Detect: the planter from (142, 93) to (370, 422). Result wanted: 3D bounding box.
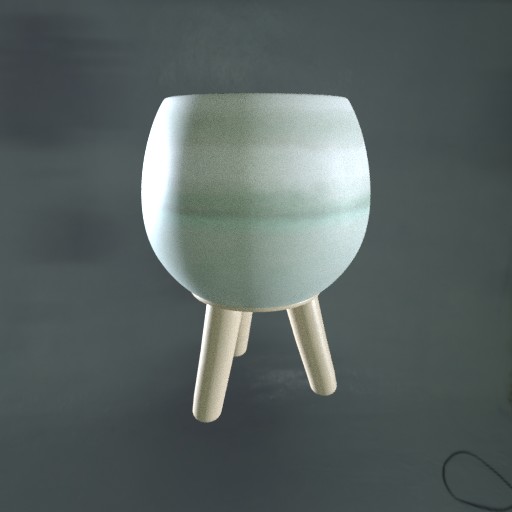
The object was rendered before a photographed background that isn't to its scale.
[{"bbox_3d":[0.000,0.000,0.335,0.161,0.224,0.161,0,16,0],"label":"planter"}]
